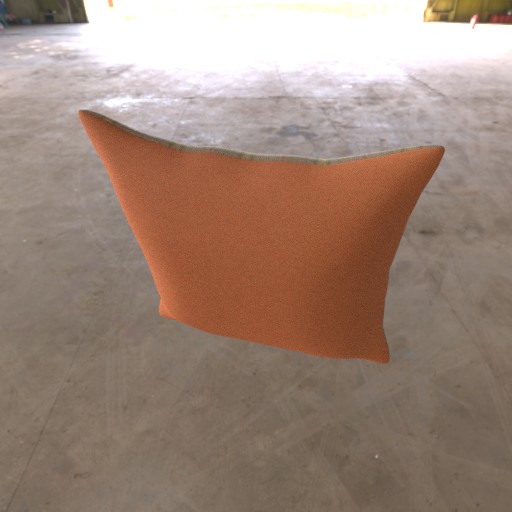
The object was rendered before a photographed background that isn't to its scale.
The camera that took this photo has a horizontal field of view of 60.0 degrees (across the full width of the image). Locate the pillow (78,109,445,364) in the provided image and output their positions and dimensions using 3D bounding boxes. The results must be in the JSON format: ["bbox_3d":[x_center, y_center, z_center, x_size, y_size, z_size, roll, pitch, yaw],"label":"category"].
[{"bbox_3d":[0.000,0.000,0.679,0.453,0.430,0.200,10,34,16],"label":"pillow"}]
